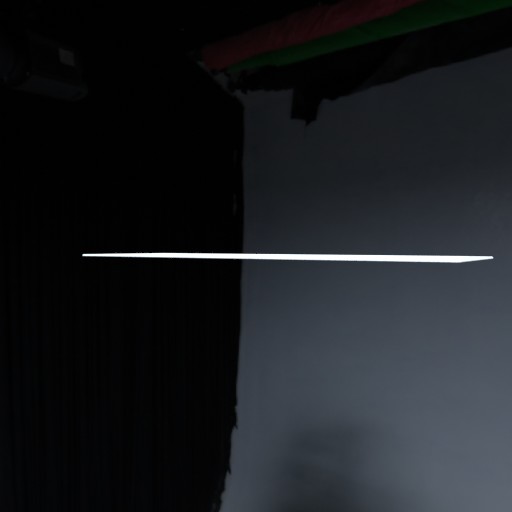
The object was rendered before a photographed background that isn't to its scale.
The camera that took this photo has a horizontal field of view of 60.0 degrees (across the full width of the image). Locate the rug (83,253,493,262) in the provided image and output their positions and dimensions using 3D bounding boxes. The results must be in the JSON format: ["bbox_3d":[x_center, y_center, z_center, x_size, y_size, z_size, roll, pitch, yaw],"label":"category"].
[{"bbox_3d":[0.000,0.000,2.659,2.430,0.012,0.759,1,1,36],"label":"rug"}]
